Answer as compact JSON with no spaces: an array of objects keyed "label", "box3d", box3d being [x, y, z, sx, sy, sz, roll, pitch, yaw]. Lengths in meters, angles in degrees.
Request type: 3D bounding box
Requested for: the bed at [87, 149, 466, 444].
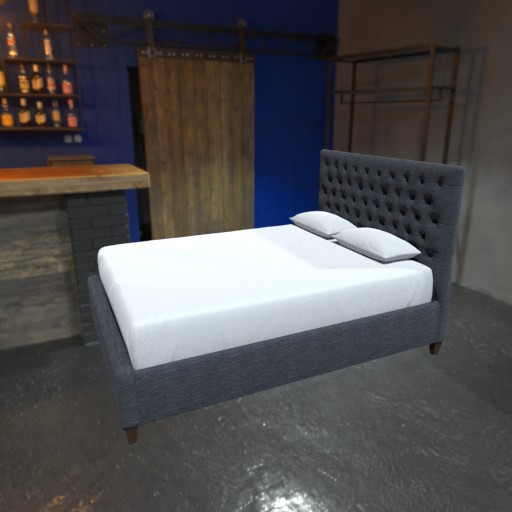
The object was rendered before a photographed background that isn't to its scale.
[{"label":"bed","box3d":[0.000,0.000,3.425,2.387,1.427,1.698,-8,19,-24]}]
